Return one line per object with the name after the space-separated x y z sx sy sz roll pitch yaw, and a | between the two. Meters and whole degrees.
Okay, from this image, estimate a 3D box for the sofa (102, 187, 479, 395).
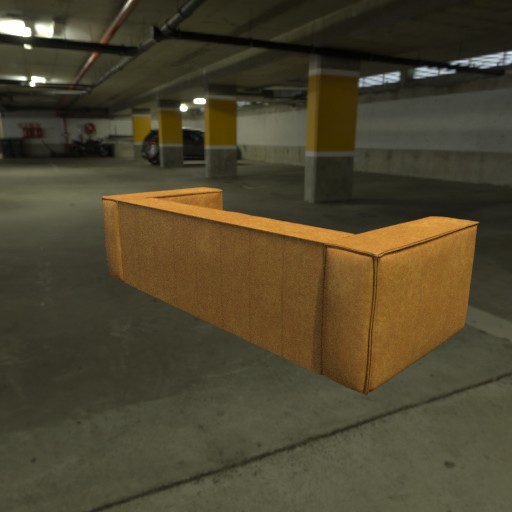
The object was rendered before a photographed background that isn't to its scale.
0.000 0.000 3.098 1.102 0.701 2.581 -14 20 -42 | sofa
